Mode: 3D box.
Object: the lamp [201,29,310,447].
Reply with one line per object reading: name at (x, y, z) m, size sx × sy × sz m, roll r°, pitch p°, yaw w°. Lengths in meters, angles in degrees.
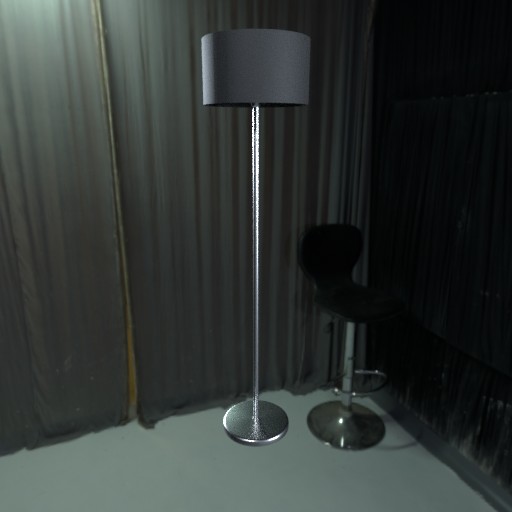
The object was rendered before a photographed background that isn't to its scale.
lamp at (0.000, 0.000, 1.625) m, size 0.348 × 1.443 × 0.348 m, roll -7°, pitch 18°, yaw -24°
